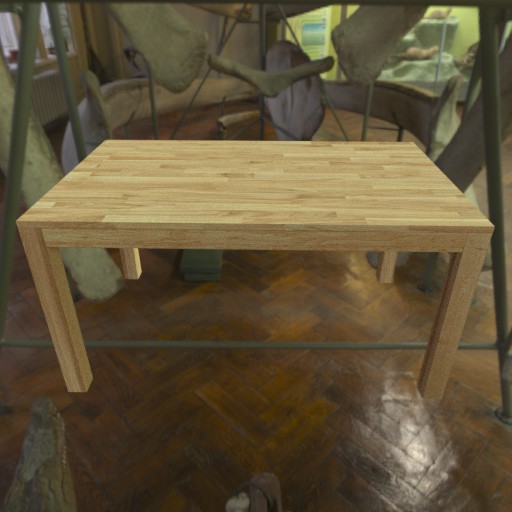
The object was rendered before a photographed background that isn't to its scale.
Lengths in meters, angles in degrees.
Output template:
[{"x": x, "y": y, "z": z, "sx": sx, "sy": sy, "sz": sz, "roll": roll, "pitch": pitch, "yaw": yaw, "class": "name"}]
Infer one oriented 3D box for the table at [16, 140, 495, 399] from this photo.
[{"x": 0.000, "y": 0.000, "z": 1.970, "sx": 1.500, "sy": 0.770, "sz": 0.900, "roll": 1, "pitch": 31, "yaw": 1, "class": "table"}]
